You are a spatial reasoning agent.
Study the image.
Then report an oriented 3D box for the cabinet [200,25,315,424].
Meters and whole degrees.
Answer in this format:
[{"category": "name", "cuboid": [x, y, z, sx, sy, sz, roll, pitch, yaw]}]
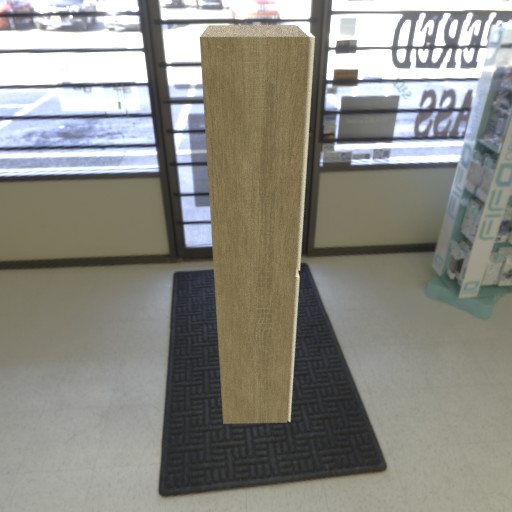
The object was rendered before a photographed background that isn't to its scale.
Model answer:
[{"category": "cabinet", "cuboid": [0.000, 0.000, 1.537, 0.270, 1.400, 0.300, -1, 32, -1]}]
